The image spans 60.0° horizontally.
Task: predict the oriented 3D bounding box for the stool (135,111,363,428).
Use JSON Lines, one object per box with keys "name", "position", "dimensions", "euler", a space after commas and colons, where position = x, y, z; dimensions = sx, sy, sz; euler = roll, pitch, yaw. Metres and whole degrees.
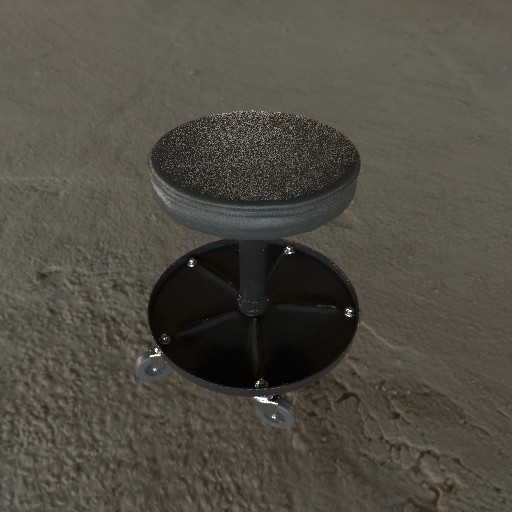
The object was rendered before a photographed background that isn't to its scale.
{"name": "stool", "position": [0.000, 0.000, 0.689], "dimensions": [0.381, 0.365, 0.382], "euler": [1, 40, 2]}
